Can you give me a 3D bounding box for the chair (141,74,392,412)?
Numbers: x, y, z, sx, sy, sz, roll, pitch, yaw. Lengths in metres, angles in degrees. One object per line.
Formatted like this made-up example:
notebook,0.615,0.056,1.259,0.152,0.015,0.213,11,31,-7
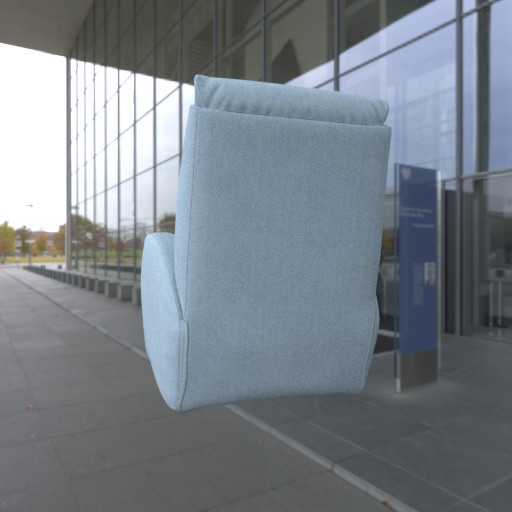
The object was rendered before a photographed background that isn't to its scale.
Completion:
chair,0.000,0.000,1.683,0.812,1.013,0.940,0,0,-17
